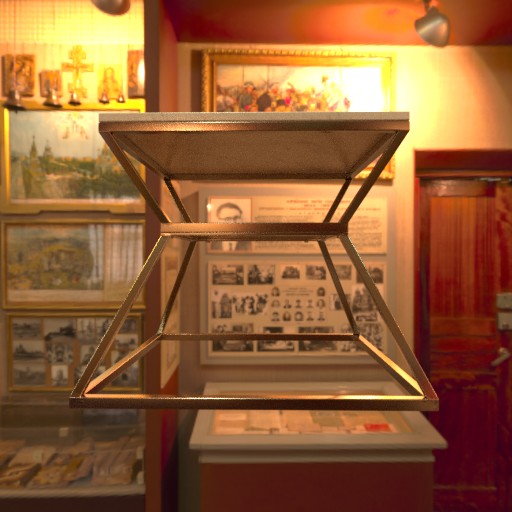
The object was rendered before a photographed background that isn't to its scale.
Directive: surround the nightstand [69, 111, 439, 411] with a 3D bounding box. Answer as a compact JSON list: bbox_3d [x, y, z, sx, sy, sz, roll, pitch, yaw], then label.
[{"bbox_3d":[0.000,0.000,0.870,0.513,0.426,0.514,0,0,1],"label":"nightstand"}]
